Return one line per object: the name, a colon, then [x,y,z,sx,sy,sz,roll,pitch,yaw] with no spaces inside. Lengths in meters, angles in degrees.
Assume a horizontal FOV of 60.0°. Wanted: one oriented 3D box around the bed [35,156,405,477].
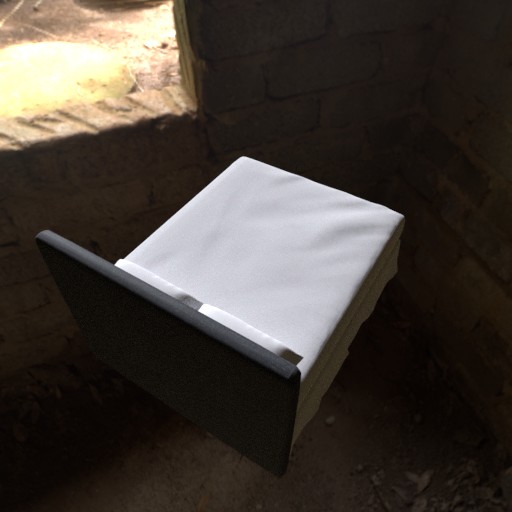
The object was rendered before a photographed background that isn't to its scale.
bed: [0.000,0.000,3.227,1.723,1.330,2.142,25,52,21]
